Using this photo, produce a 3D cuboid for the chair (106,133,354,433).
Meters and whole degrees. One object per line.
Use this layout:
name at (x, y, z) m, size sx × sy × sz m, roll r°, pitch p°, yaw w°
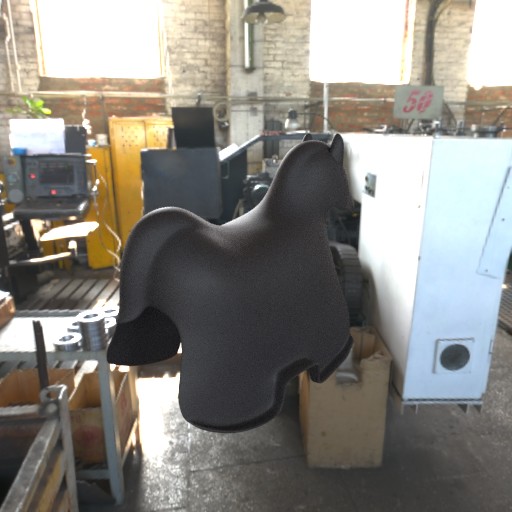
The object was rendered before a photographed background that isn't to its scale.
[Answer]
chair at (0.000, 0.000, 1.152) m, size 0.429 × 0.612 × 0.800 m, roll 15°, pitch 22°, yaw 43°
